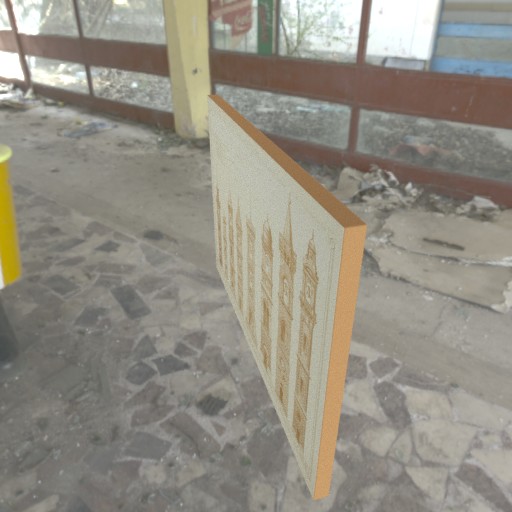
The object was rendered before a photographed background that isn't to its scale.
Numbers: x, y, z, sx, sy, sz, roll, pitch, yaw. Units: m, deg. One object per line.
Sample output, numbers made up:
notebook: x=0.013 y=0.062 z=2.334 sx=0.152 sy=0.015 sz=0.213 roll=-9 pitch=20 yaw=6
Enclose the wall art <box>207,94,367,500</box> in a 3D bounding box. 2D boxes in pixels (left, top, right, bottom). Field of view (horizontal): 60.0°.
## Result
wall art: x=0.000 y=0.000 z=1.110 sx=0.033 sy=0.608 sz=0.915 roll=-9 pitch=32 yaw=-14
